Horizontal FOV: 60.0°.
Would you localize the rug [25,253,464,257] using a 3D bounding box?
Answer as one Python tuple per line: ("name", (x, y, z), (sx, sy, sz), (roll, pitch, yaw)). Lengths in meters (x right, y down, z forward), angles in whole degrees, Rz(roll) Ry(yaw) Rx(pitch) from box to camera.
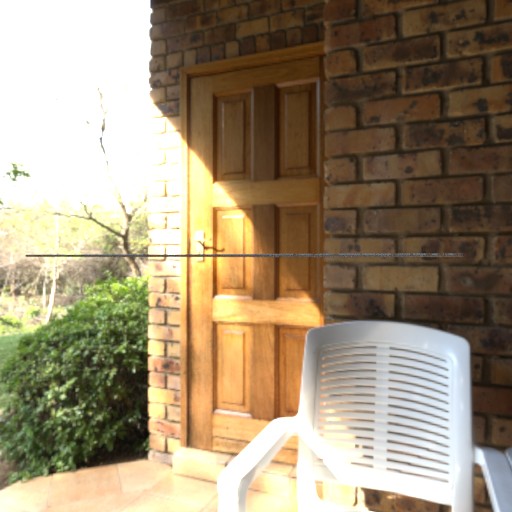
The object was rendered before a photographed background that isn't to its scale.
("rug", (0.000, 0.000, 2.334), (1.829, 0.011, 1.219), (0, 0, 17))
